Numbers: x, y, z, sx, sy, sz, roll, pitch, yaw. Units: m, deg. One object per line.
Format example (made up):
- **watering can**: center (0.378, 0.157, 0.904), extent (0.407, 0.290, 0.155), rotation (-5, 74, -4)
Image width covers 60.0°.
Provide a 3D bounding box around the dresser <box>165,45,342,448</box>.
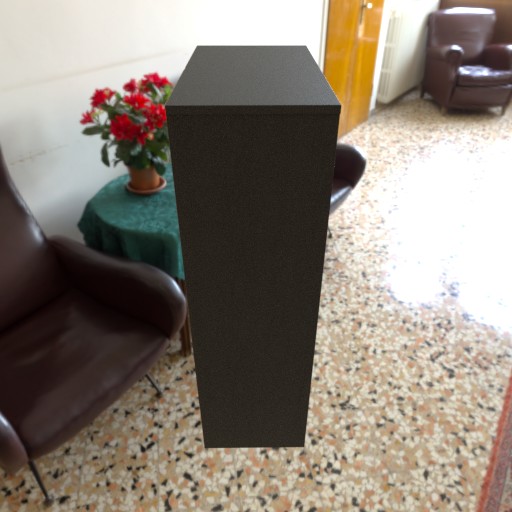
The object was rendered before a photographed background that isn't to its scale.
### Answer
- **dresser**: center (0.000, 0.000, 1.575), extent (0.399, 1.255, 0.704), rotation (0, 35, -1)
